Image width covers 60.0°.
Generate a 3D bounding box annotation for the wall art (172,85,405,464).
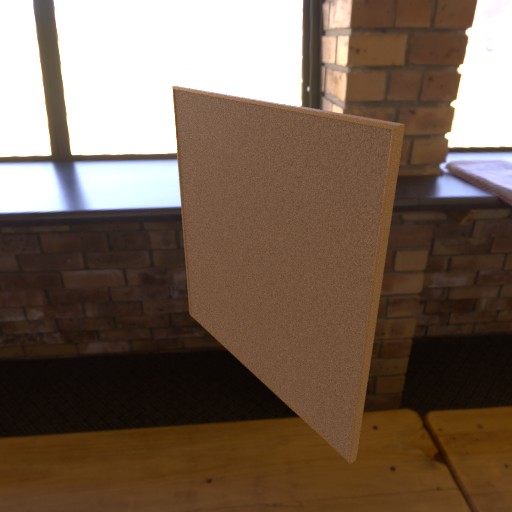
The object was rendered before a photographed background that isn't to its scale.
[{"bbox_3d":[0.000,0.000,0.679,0.013,0.455,0.457,-18,32,-32],"label":"wall art"}]
